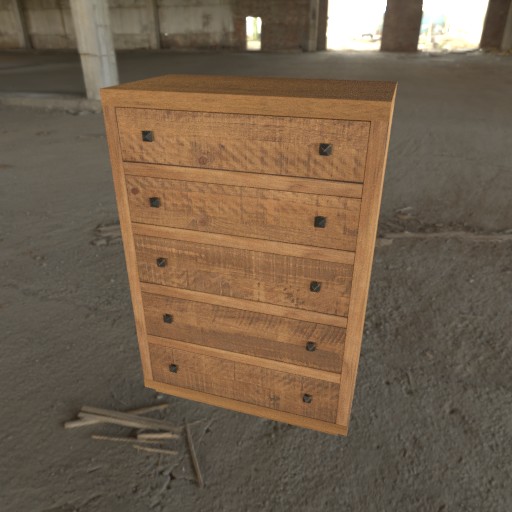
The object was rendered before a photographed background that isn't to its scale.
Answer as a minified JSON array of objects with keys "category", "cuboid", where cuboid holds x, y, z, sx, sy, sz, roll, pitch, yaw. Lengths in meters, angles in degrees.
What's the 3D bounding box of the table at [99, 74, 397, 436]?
[{"category":"table","cuboid":[0.000,0.000,1.790,0.901,1.294,0.524,8,29,15]}]
